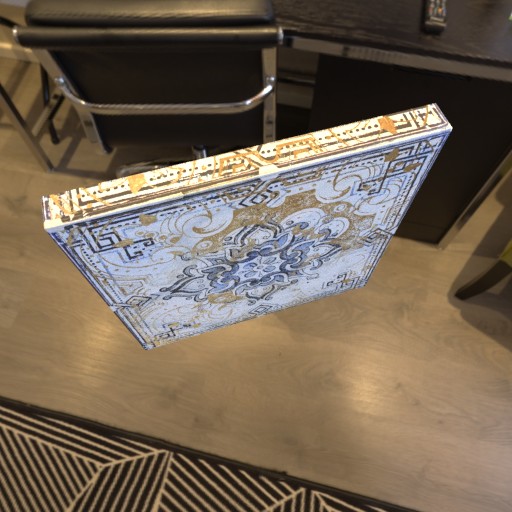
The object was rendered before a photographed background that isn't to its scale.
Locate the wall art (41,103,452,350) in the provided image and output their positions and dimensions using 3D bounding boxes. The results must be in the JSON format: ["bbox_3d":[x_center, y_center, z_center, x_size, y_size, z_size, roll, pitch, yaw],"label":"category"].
[{"bbox_3d":[0.000,0.000,0.617,0.411,0.410,0.038,-15,64,-8],"label":"wall art"}]
